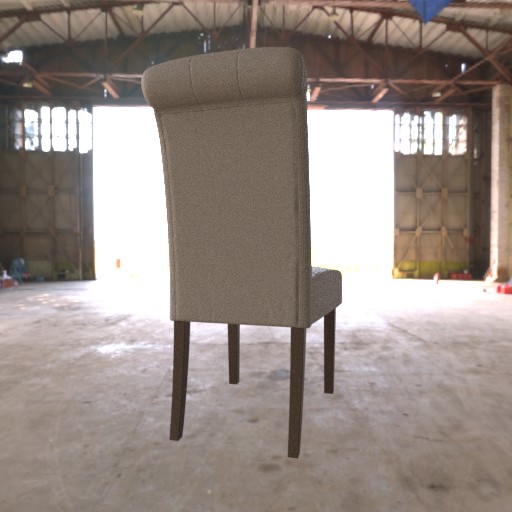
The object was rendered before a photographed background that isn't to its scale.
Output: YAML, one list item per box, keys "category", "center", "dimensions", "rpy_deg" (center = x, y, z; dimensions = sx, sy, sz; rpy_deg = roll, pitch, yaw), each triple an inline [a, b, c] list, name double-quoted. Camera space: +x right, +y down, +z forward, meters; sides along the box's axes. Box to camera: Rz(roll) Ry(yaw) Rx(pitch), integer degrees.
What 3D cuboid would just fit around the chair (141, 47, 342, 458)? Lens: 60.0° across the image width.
- category: "chair"
  center: [0.000, 0.000, 1.370]
  dimensions: [0.456, 1.006, 0.671]
  rpy_deg: [0, 1, 17]
